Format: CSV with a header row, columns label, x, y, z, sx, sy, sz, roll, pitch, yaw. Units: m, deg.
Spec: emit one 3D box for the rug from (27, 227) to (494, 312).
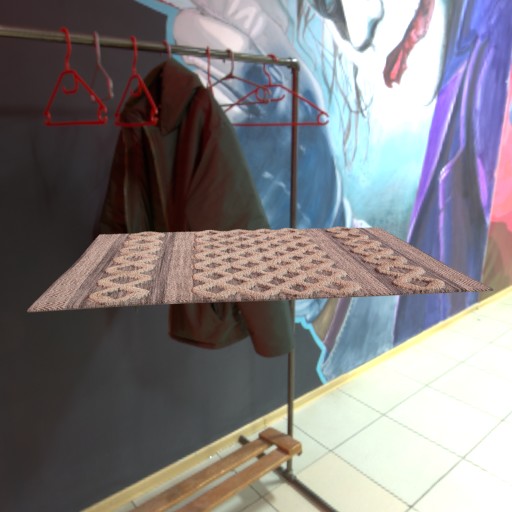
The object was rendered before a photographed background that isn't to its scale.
label,x,y,z,sx,sy,sz,roll,pitch,yaw
rug,0.000,0.000,2.286,1.823,0.030,1.222,-2,16,-7
